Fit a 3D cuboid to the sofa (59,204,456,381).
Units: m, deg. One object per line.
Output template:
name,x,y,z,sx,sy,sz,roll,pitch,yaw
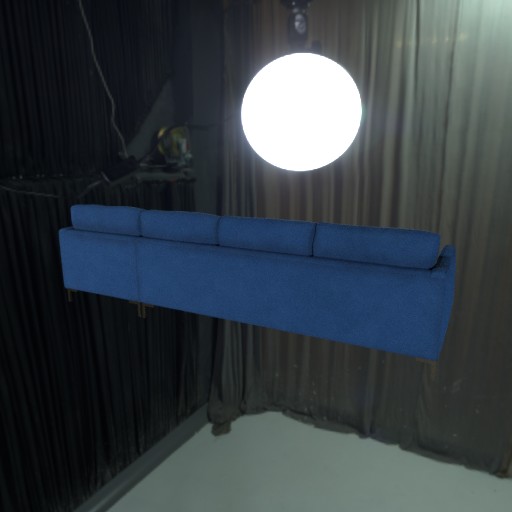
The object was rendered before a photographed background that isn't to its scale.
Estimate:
sofa,0.000,0.000,3.527,2.932,0.810,1.350,7,15,26
